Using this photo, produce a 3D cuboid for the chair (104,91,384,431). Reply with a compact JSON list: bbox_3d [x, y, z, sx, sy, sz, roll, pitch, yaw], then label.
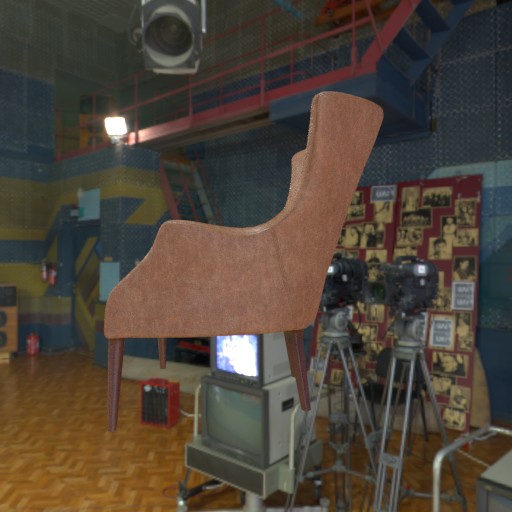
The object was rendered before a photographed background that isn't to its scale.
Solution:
[{"bbox_3d":[0.000,0.000,1.743,0.955,1.067,0.846,0,-1,0],"label":"chair"}]
